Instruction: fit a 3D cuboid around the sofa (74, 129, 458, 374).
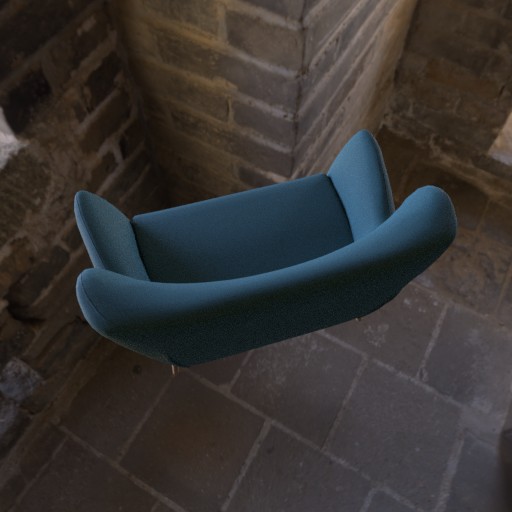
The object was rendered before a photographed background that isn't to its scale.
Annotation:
[{"bbox_3d":[0.000,0.000,1.935,1.397,0.889,0.889,-14,58,-9],"label":"sofa"}]
